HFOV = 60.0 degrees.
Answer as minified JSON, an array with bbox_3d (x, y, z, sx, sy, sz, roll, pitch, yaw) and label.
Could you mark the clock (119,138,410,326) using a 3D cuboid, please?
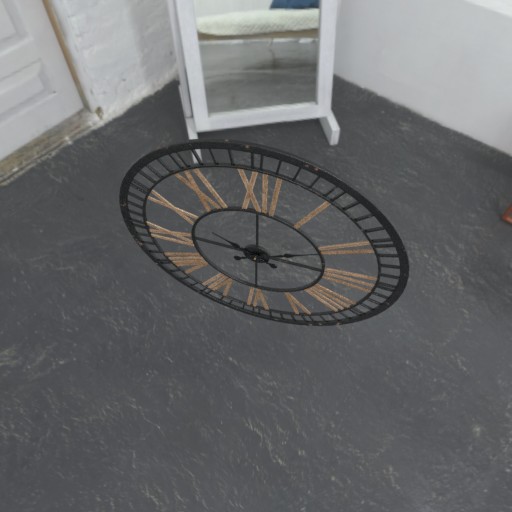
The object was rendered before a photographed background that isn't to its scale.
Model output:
[{"bbox_3d":[0.000,0.000,1.284,0.843,0.843,0.025,14,58,9],"label":"clock"}]
